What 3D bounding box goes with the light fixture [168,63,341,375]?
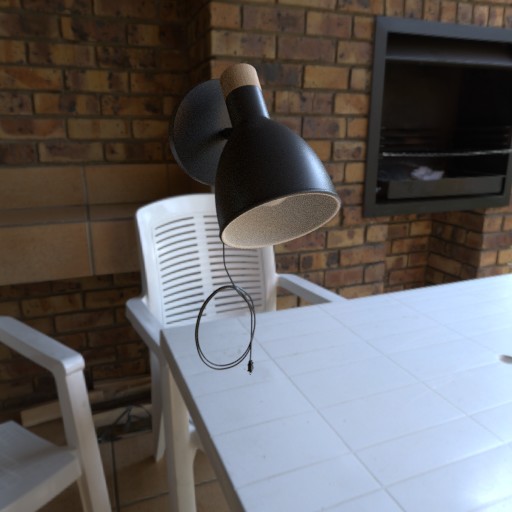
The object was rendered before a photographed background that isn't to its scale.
[{"bbox_3d":[0.000,0.000,0.489,0.127,0.401,0.203,-7,17,-26],"label":"light fixture"}]
